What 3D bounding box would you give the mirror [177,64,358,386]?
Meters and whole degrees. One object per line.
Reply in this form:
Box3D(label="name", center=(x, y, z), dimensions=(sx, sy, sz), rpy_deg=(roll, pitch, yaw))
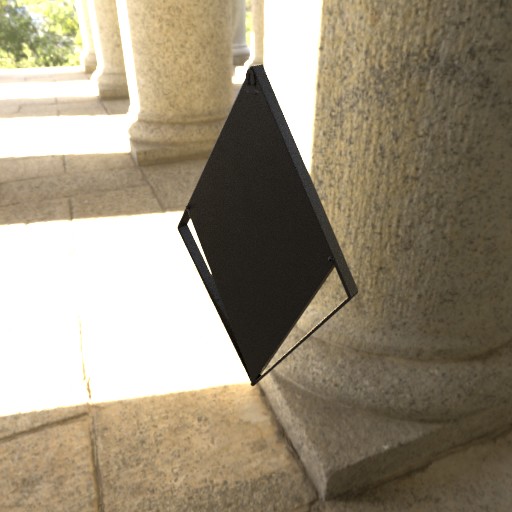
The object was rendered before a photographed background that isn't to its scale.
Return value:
Box3D(label="mirror", center=(0.000, 0.000, 0.852), dimensions=(0.419, 0.679, 0.032), rpy_deg=(22, 37, 33))
